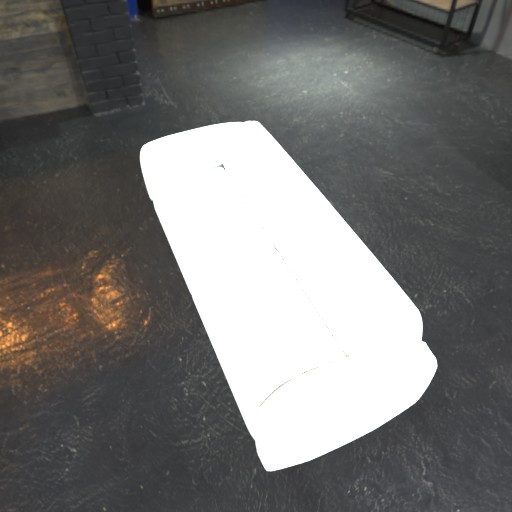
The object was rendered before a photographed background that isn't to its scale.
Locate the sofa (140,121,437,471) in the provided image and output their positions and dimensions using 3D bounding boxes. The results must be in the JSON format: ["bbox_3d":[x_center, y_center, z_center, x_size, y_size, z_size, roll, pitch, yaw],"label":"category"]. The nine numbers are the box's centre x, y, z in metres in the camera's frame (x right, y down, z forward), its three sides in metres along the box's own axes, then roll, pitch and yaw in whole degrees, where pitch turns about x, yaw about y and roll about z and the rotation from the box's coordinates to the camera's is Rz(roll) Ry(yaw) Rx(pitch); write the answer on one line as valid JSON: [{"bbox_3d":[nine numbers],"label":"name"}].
[{"bbox_3d":[0.000,0.000,2.656,0.870,0.780,2.280,-17,49,-16],"label":"sofa"}]
